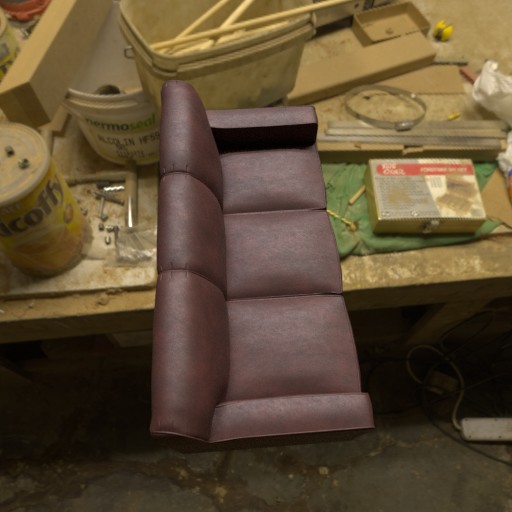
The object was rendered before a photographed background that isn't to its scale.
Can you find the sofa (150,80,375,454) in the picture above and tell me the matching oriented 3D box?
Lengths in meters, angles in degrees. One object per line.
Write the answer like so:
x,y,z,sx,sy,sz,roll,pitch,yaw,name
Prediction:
0.000,0.000,2.580,1.008,0.953,2.039,-4,62,-2,sofa
